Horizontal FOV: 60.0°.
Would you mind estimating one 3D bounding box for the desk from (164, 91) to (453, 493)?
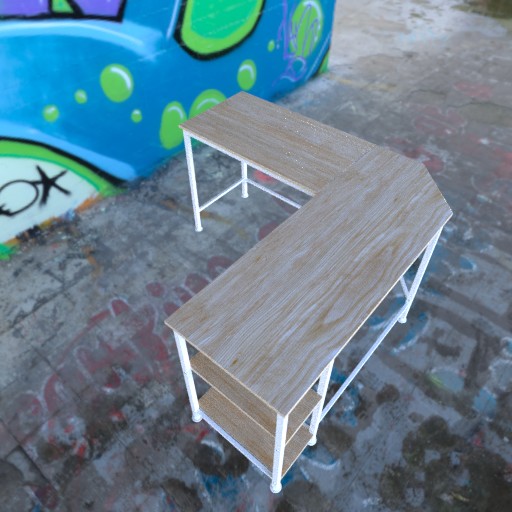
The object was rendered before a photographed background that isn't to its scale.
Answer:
[{"bbox_3d":[0.000,0.000,2.166,1.379,0.739,1.379,31,54,27],"label":"desk"}]
